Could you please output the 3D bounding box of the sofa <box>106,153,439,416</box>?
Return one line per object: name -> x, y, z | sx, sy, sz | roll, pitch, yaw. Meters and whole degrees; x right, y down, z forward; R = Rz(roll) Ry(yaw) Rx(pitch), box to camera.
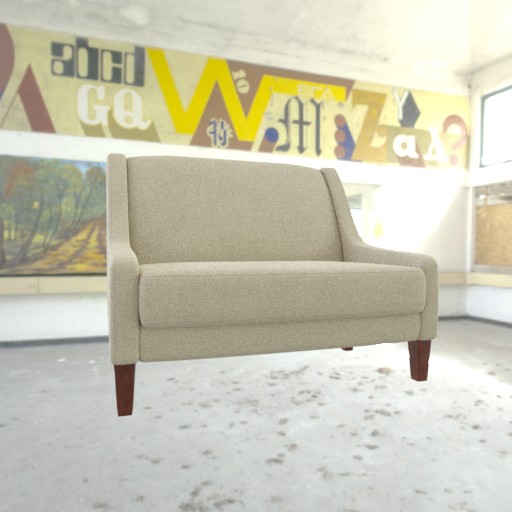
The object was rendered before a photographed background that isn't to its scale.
sofa -> 0.000, 0.000, 1.902 | 1.212, 0.976, 0.946 | 0, 1, -19
